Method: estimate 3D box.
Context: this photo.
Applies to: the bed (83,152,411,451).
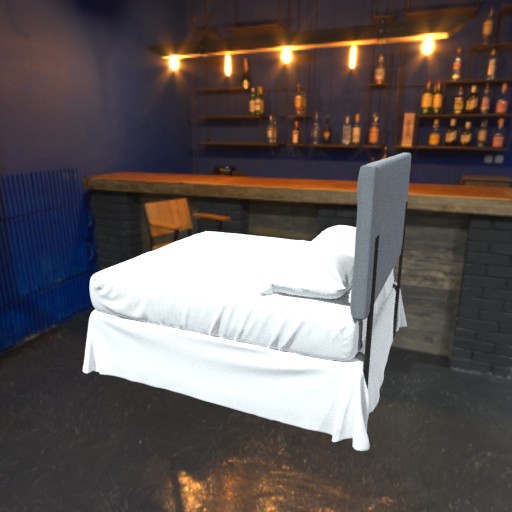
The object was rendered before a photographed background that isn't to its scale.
[{"bbox_3d":[0.000,0.000,3.515,2.222,1.577,1.936,7,17,23],"label":"bed"}]
